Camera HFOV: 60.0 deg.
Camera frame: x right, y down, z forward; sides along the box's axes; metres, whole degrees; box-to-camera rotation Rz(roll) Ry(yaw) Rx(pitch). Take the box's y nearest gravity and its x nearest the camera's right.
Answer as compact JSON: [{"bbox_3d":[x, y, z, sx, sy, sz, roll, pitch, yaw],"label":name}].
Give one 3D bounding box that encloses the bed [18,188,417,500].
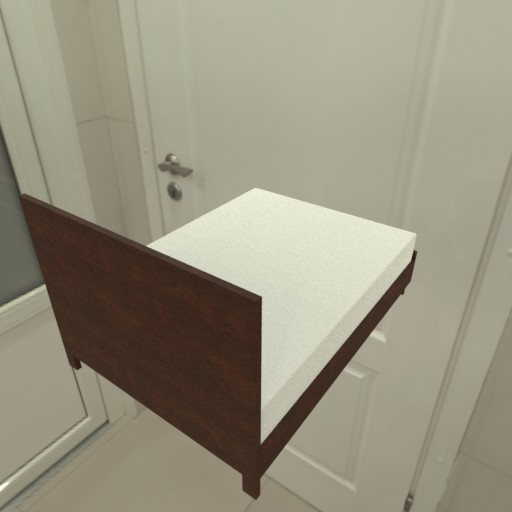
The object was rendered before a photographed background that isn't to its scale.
[{"bbox_3d":[0.000,0.000,3.087,1.600,1.270,2.184,21,37,30],"label":"bed"}]
